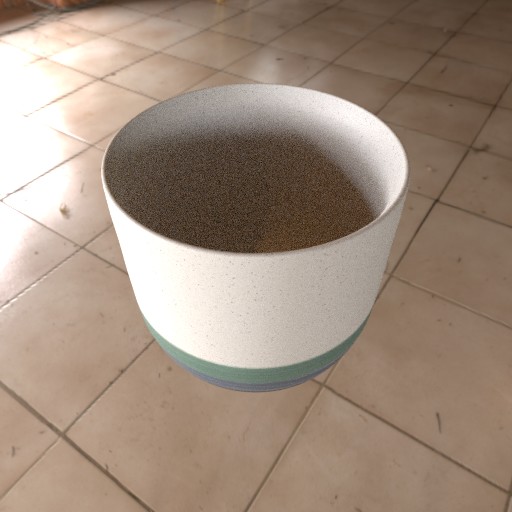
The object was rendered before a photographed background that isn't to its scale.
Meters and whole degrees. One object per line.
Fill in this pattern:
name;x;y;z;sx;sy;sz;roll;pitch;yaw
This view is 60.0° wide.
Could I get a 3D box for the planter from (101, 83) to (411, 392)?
planter;0.000;0.000;0.487;0.268;0.270;0.268;0;46;0
